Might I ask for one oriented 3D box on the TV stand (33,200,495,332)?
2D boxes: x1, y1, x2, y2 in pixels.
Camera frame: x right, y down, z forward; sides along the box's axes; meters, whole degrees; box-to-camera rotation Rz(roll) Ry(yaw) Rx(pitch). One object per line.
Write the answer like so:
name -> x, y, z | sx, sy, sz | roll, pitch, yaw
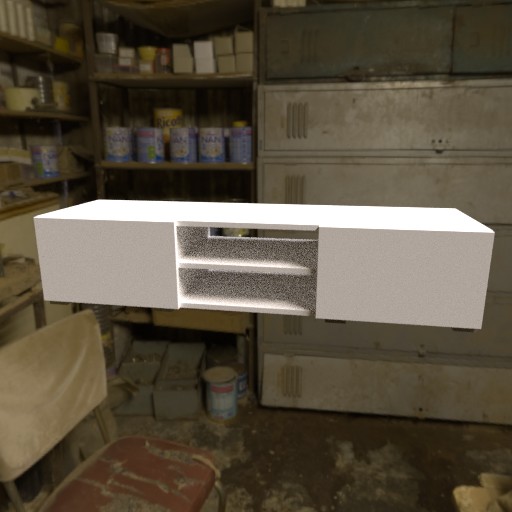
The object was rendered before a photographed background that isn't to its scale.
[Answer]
TV stand -> 0.000, 0.000, 1.567 | 1.400, 0.310, 0.420 | 3, 15, 9
